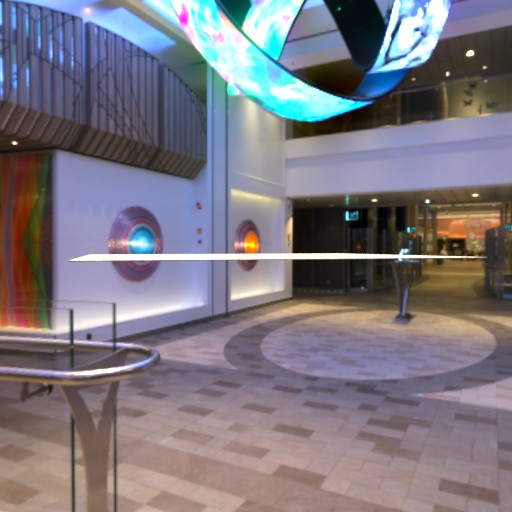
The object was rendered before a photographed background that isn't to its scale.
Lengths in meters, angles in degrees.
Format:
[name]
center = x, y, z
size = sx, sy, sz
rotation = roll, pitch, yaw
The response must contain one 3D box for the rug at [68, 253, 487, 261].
[rug]
center = 0.000, 0.000, 3.953
size = 2.892, 0.006, 2.283
rotation = 0, 1, -18
